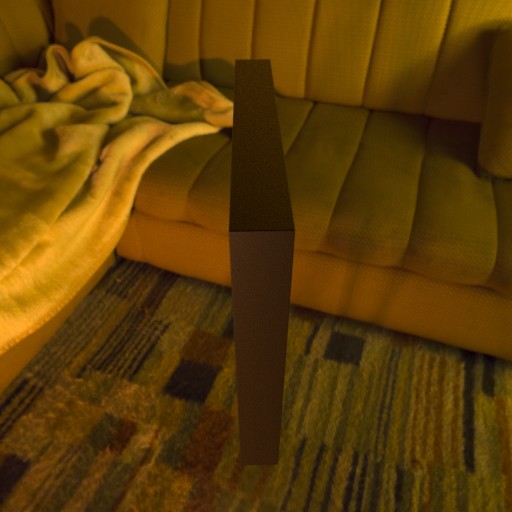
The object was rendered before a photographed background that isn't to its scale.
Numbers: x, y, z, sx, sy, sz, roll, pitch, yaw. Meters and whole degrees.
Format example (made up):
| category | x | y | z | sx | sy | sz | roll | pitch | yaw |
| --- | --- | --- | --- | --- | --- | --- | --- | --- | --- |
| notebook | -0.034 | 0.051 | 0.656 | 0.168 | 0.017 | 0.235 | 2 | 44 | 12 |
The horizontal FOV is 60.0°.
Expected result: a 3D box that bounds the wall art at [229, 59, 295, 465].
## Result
| category | x | y | z | sx | sy | sz | roll | pitch | yaw |
| --- | --- | --- | --- | --- | --- | --- | --- | --- | --- |
| wall art | 0.000 | 0.000 | 0.468 | 0.038 | 0.304 | 0.304 | -1 | 41 | -1 |
